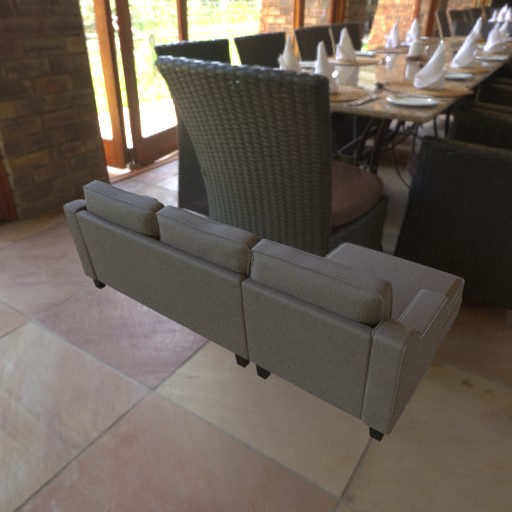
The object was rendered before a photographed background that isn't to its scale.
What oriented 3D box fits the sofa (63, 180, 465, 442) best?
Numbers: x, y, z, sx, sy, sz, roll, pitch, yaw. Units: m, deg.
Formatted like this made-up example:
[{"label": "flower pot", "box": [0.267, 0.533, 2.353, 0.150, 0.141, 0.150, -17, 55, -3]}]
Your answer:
[{"label": "sofa", "box": [0.000, 0.000, 3.135, 2.561, 0.928, 1.294, 20, 36, 31]}]
